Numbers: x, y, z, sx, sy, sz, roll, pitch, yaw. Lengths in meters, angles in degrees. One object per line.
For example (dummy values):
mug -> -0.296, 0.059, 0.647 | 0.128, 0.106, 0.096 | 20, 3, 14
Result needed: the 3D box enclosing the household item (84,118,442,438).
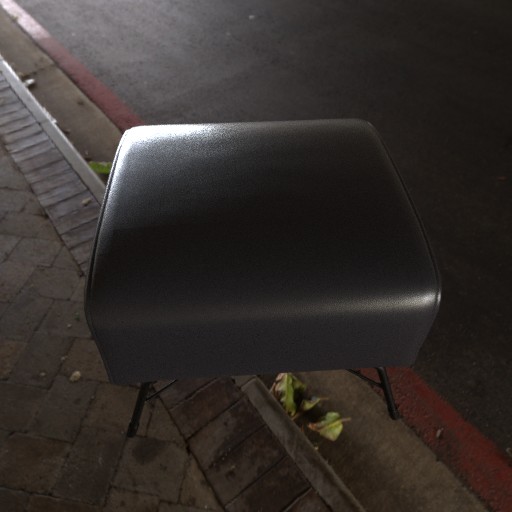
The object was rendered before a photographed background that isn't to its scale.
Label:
household item -> 0.000, 0.000, 0.884 | 0.530, 0.410, 0.530 | -3, 47, -3
